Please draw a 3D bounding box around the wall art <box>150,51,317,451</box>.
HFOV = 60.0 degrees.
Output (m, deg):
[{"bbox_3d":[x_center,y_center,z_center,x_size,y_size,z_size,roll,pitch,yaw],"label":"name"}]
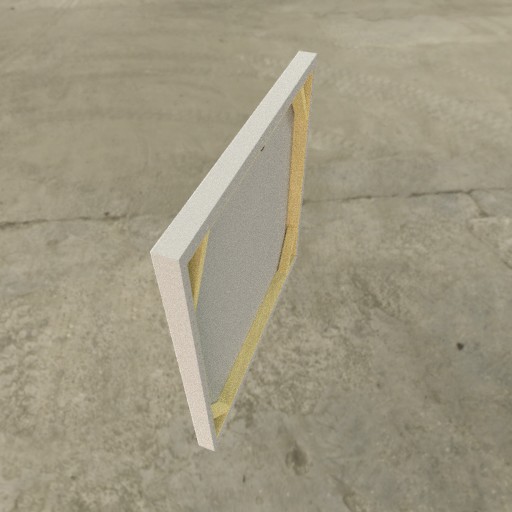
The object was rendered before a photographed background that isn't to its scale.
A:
[{"bbox_3d":[0.000,0.000,0.933,0.038,0.610,0.610,15,49,14],"label":"wall art"}]
